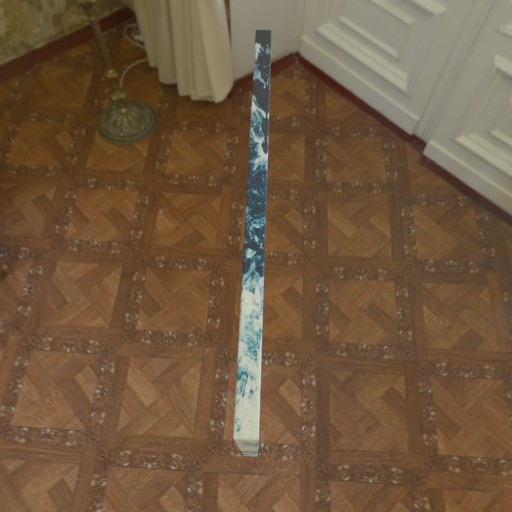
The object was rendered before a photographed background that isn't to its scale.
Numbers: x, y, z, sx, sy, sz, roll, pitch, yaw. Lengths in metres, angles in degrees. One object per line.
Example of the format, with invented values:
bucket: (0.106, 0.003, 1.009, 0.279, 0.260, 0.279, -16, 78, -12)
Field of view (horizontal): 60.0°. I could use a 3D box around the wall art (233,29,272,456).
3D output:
wall art: (0.000, 0.000, 1.134, 0.042, 0.610, 0.915, 2, 64, 1)
